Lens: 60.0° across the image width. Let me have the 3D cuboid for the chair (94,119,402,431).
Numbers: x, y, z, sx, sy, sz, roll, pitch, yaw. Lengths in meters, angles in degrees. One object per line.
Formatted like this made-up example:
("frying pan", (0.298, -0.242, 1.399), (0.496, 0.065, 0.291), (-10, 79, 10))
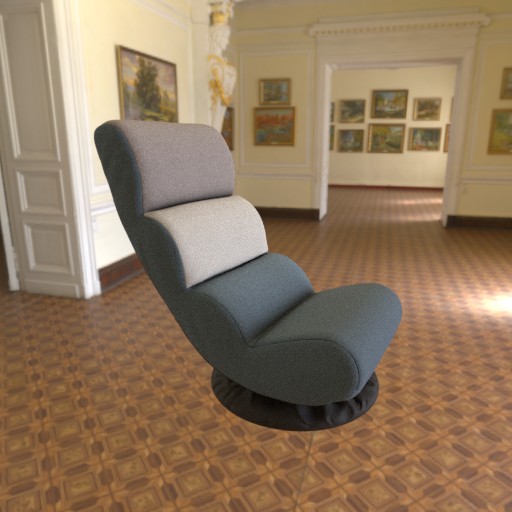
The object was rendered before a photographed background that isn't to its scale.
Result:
("chair", (0.000, 0.000, 1.086), (0.661, 0.641, 0.420), (8, 17, 28))
